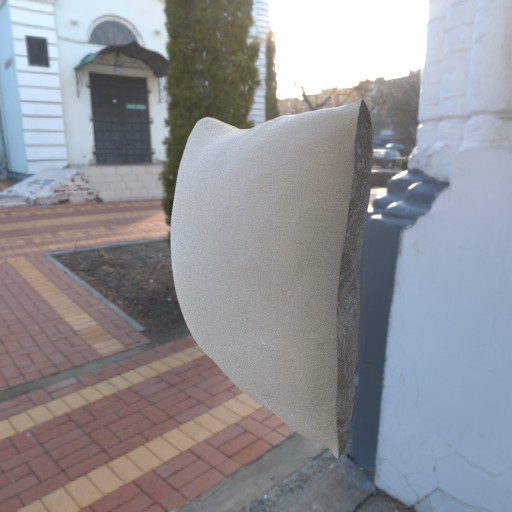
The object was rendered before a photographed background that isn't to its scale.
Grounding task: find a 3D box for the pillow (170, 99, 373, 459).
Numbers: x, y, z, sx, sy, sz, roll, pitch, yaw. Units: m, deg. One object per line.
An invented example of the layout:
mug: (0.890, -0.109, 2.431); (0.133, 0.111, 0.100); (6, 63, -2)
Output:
pillow: (0.000, 0.000, 0.713); (0.245, 0.448, 0.450); (-7, 16, -26)
